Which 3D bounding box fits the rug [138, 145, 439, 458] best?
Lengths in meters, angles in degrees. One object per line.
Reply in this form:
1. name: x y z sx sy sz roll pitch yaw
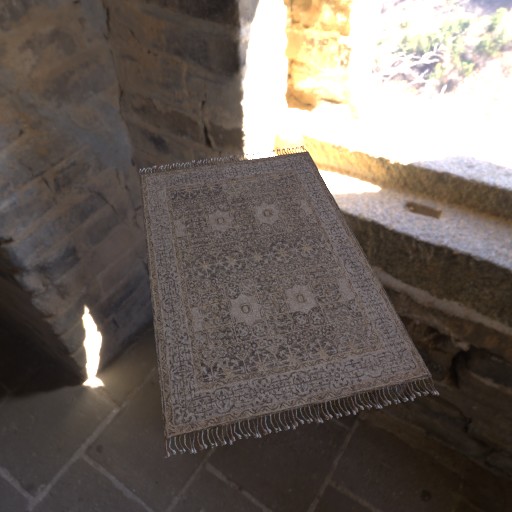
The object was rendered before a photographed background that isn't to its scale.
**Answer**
1. rug: 0.000 0.000 2.567 1.237 0.010 2.029 -10 48 -9
